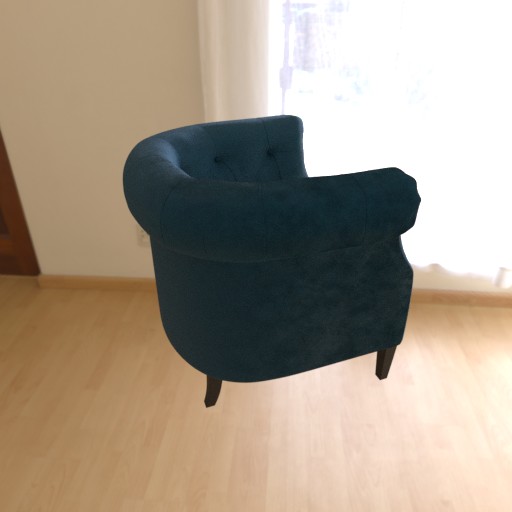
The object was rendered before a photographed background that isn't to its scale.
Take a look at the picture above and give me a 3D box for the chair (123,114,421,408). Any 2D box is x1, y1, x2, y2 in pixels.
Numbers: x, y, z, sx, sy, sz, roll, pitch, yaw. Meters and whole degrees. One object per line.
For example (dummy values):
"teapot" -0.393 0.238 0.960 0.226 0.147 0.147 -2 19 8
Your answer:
"chair" 0.000 0.000 1.624 0.851 0.826 0.904 -11 32 -18
